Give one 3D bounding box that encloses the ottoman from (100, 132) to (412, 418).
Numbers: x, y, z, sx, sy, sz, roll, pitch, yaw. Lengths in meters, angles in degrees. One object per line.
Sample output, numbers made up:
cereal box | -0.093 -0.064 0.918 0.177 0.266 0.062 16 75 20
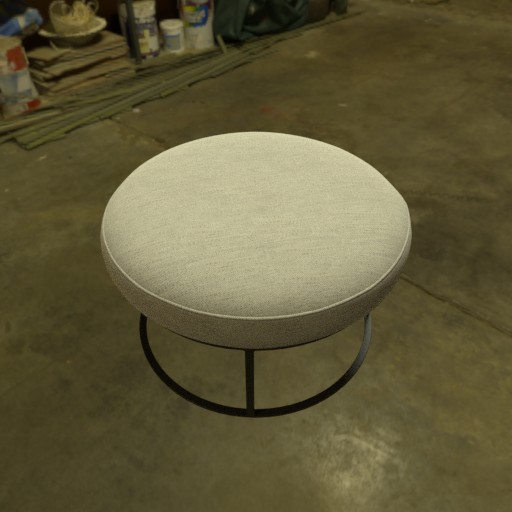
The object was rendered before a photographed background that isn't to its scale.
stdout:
ottoman | 0.000 0.000 1.224 0.769 0.459 0.769 0 42 0
